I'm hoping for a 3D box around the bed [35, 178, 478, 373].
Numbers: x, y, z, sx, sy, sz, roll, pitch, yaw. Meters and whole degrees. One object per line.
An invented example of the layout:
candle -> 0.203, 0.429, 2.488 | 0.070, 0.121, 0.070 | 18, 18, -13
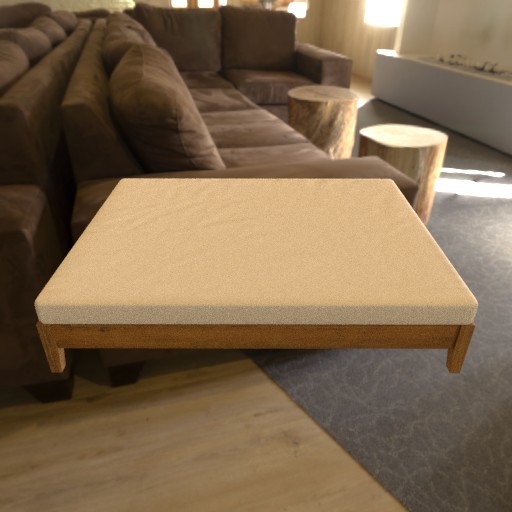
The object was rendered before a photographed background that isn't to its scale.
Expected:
bed -> 0.000, 0.000, 2.727 | 2.016, 0.431, 1.536 | 0, 31, 0
